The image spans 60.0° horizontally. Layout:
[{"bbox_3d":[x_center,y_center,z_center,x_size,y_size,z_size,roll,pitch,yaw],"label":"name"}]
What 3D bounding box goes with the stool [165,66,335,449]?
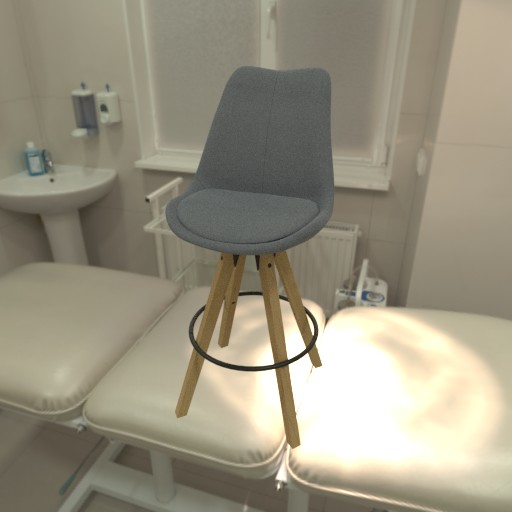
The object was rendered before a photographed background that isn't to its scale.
[{"bbox_3d":[0.000,0.000,1.459,0.485,1.115,0.550,8,28,16],"label":"stool"}]
